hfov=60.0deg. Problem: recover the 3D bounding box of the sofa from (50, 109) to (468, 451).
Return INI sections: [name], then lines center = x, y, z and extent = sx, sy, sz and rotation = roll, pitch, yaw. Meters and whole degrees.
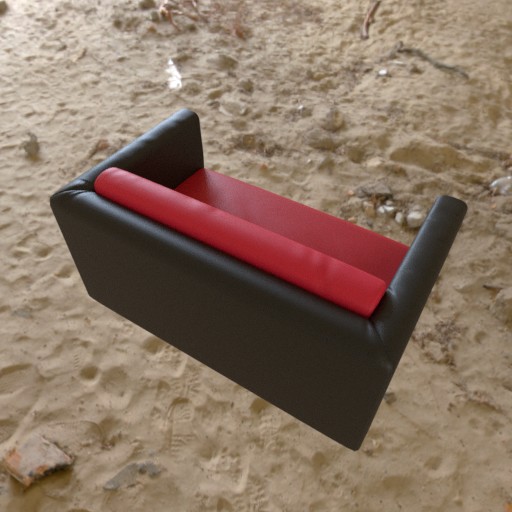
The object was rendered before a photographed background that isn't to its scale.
[sofa]
center = 0.000, 0.000, 1.925
extent = 1.410, 0.735, 0.845
rotation = 24, 51, 21
